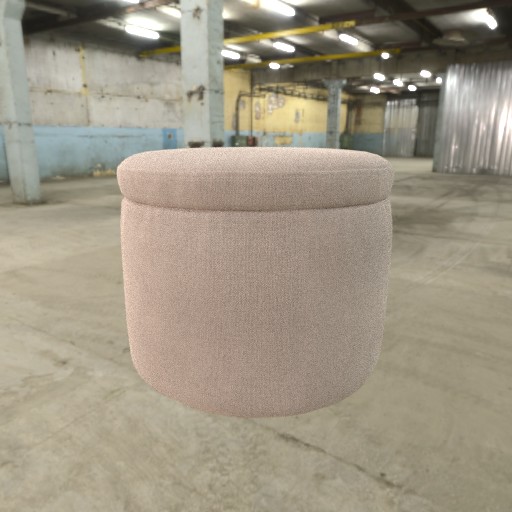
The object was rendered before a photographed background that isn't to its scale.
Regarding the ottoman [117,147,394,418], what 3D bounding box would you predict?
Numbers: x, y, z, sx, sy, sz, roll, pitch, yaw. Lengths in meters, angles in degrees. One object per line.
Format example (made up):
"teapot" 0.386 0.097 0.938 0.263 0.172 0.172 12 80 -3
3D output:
"ottoman" 0.000 0.000 0.858 0.497 0.409 0.497 0 14 0
